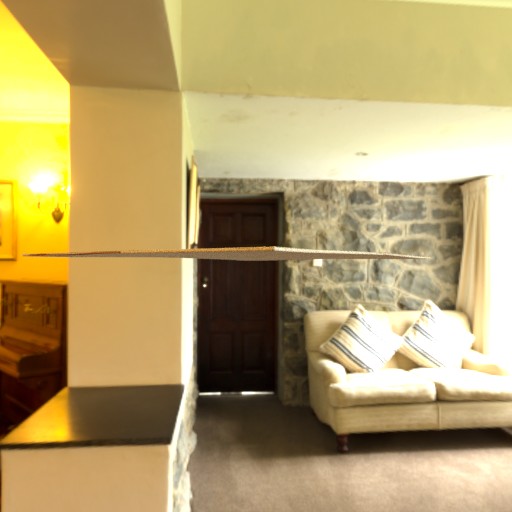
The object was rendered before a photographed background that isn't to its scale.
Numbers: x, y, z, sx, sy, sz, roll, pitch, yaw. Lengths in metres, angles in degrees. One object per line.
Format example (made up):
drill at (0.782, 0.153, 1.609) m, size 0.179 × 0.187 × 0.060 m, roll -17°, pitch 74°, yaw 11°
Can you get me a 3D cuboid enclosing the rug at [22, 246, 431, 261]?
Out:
rug at (0.000, 0.000, 4.214) m, size 2.434 × 0.045 × 3.202 m, roll -1°, pitch -2°, yaw 35°
